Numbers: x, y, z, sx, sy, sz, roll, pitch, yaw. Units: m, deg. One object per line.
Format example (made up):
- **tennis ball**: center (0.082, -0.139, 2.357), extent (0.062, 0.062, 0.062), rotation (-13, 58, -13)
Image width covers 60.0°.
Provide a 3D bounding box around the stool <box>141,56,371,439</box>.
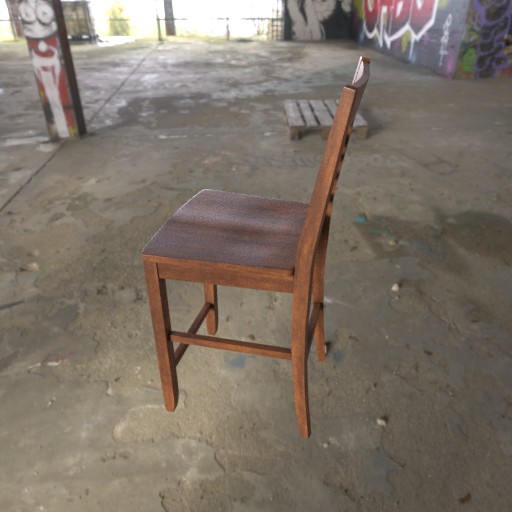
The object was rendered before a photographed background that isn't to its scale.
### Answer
- **stool**: center (0.000, 0.000, 1.347), extent (0.539, 1.079, 0.462), rotation (8, 32, 13)
